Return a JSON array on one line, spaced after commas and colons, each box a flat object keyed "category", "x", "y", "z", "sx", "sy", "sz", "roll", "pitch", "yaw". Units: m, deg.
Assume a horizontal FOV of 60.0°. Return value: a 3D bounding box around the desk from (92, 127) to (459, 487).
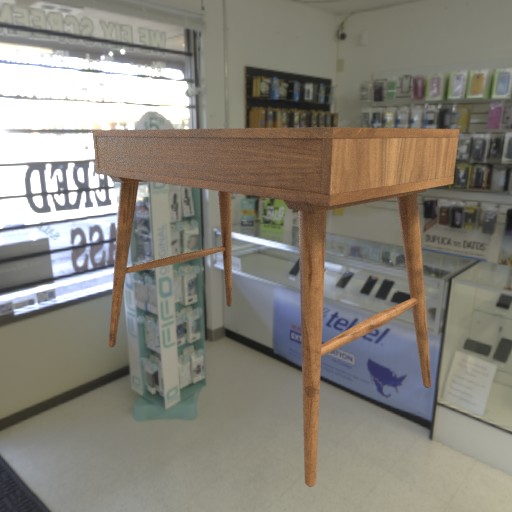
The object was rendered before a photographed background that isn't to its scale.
[{"category": "desk", "x": 0.000, "y": 0.000, "z": 1.385, "sx": 0.588, "sy": 0.758, "sz": 0.949, "roll": -15, "pitch": 21, "yaw": -42}]
